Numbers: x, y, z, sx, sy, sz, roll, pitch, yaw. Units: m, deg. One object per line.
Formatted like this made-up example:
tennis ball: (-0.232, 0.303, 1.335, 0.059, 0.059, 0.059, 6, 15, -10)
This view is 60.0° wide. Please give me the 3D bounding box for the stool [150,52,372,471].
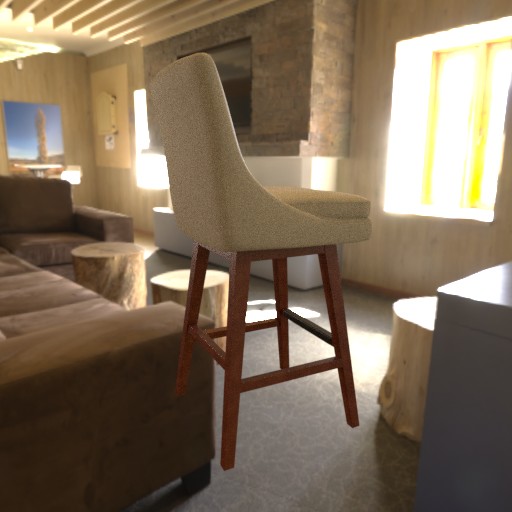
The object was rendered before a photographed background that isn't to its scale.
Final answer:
stool: (0.000, 0.000, 1.415, 0.559, 1.092, 0.470, -6, 14, -26)
